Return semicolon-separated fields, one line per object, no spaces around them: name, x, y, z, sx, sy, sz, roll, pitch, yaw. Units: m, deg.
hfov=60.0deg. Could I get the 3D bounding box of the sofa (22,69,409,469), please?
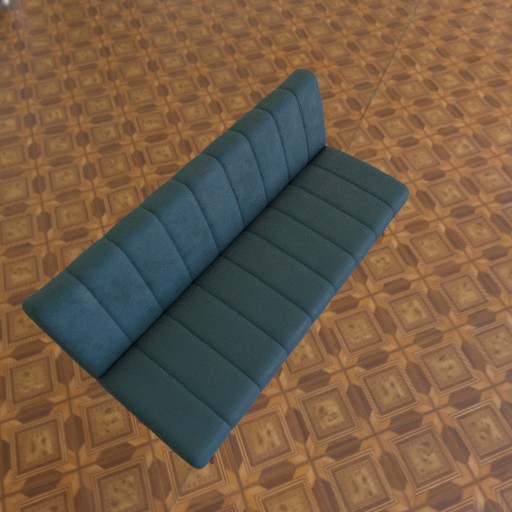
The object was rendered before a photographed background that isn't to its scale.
sofa;0.000;0.000;2.206;0.830;0.825;1.810;33;63;19
